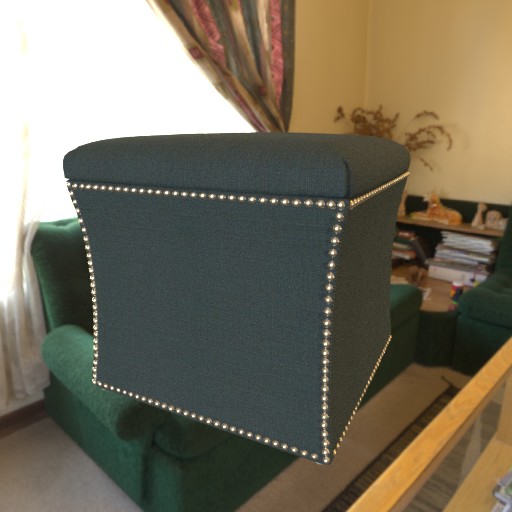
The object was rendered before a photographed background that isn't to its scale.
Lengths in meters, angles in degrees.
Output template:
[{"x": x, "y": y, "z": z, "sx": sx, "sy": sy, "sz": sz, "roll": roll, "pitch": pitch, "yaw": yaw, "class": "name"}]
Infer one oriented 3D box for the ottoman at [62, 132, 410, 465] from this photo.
[{"x": 0.000, "y": 0.000, "z": 0.882, "sx": 0.507, "sy": 0.475, "sz": 0.497, "roll": 8, "pitch": 18, "yaw": 26, "class": "ottoman"}]
